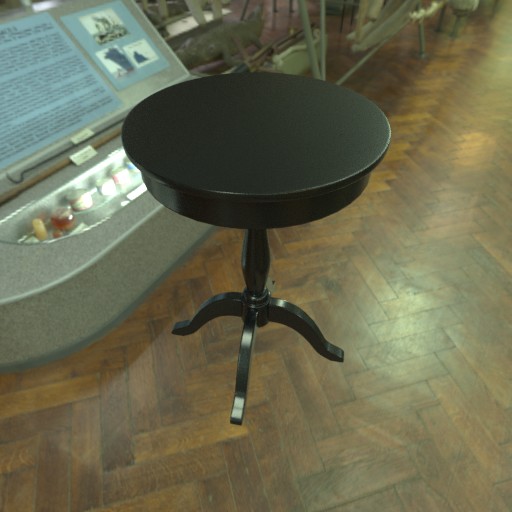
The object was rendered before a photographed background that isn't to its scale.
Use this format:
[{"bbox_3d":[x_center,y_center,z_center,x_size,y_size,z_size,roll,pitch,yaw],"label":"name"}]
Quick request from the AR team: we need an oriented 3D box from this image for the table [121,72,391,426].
[{"bbox_3d":[0.000,0.000,1.022,0.481,0.665,0.481,0,42,0],"label":"table"}]
